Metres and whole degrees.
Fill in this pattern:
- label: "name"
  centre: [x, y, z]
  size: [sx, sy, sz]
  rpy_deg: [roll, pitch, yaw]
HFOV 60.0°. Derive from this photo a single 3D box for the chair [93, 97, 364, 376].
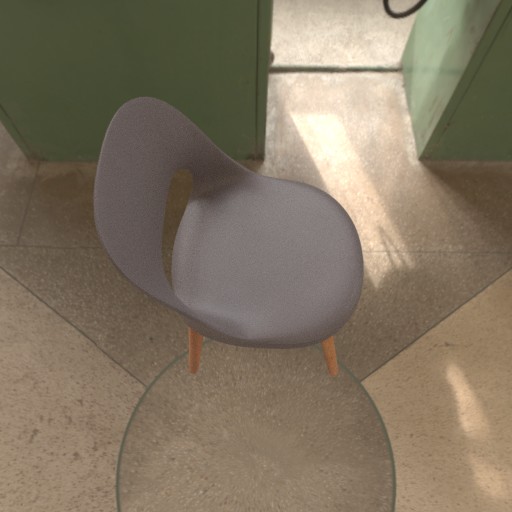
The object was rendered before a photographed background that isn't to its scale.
- label: "chair"
  centre: [0.000, 0.000, 1.138]
  size: [0.556, 0.794, 0.470]
  rpy_deg: [2, 65, 1]
